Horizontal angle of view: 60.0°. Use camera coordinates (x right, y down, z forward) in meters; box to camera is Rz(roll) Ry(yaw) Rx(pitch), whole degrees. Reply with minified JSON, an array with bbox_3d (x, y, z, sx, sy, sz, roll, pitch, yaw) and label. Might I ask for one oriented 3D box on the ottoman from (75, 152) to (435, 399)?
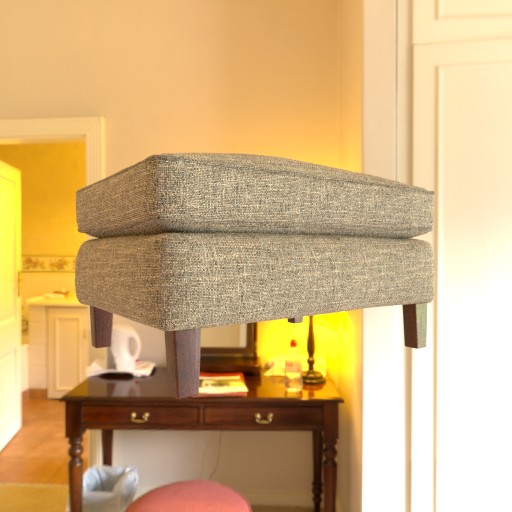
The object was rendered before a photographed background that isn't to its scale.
[{"bbox_3d":[0.000,0.000,0.989,0.686,0.406,0.508,0,1,-35],"label":"ottoman"}]
